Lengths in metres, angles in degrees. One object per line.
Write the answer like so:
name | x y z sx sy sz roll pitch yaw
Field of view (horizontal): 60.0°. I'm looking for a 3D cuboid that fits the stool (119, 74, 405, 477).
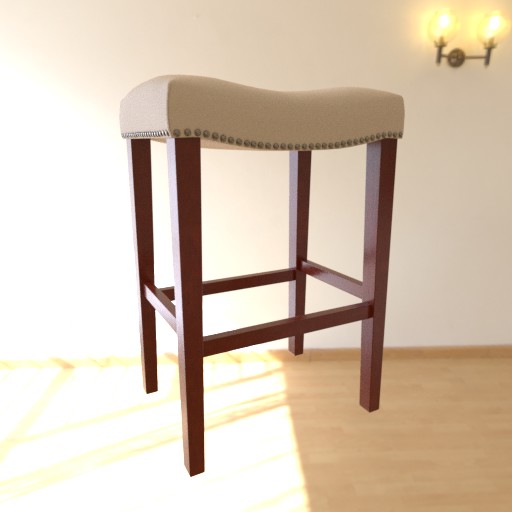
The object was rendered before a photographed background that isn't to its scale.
stool | 0.000 0.000 1.022 0.504 0.742 0.372 -8 16 -27
